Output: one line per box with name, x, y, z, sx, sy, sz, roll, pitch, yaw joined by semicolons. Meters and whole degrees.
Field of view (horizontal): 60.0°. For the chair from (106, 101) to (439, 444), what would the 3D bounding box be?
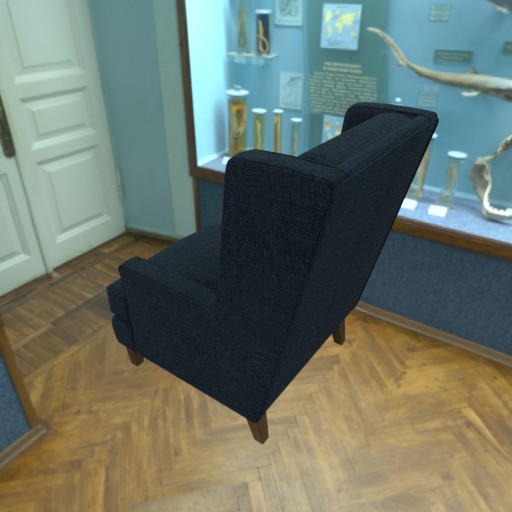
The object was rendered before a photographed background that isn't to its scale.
chair;0.000;0.000;1.692;0.947;1.072;0.764;20;36;30
